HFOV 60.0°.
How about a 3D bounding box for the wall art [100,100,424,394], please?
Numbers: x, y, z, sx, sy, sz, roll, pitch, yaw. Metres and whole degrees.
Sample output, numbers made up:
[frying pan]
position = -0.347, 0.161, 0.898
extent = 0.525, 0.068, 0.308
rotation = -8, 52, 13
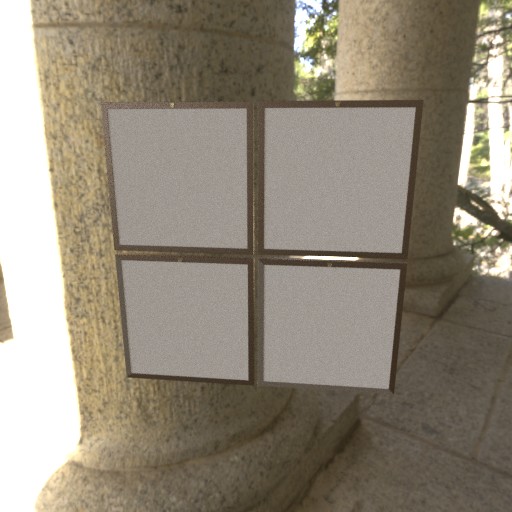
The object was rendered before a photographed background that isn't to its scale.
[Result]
[wall art]
position = 0.000, 0.000, 1.562
extent = 1.032, 1.032, 0.030
rotation = 2, 17, 6
